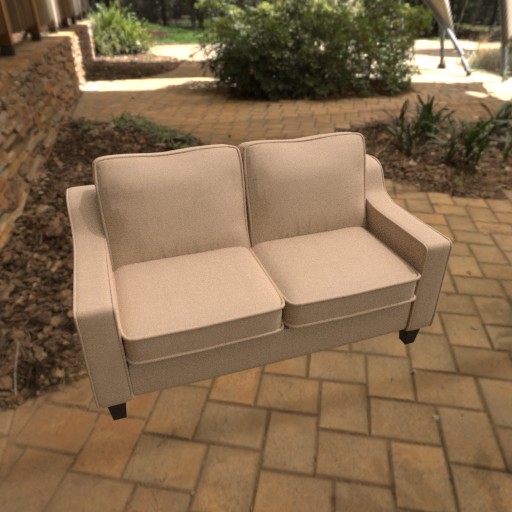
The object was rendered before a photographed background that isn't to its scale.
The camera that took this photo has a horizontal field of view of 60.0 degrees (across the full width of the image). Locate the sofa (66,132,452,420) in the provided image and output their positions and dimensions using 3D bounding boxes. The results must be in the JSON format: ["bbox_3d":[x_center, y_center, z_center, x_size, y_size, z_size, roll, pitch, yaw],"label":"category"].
[{"bbox_3d":[0.000,0.000,3.429,2.587,1.562,1.351,-10,32,-16],"label":"sofa"}]
